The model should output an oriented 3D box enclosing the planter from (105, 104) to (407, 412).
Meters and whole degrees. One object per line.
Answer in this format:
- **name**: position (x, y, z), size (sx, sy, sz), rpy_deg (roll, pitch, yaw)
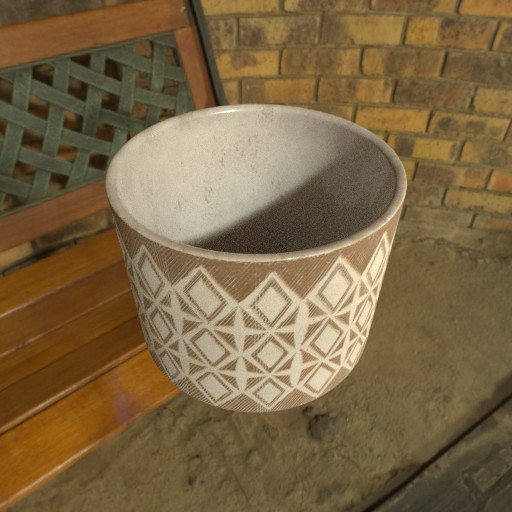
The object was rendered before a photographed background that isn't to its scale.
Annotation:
- **planter**: position (0.000, 0.000, 0.346), size (0.193, 0.165, 0.193), rpy_deg (0, 41, 0)
